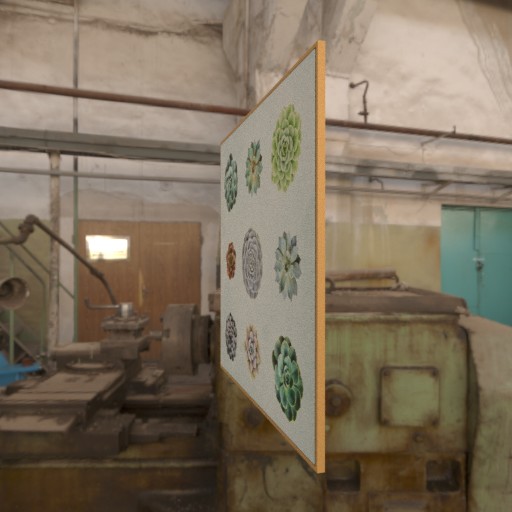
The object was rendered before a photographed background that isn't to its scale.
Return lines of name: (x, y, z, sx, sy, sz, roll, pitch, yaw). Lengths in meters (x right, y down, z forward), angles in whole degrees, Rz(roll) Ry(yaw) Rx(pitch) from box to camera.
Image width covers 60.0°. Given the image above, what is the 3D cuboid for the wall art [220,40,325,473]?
wall art: (0.000, 0.000, 0.985, 0.014, 0.655, 0.657, 0, 0, -17)
